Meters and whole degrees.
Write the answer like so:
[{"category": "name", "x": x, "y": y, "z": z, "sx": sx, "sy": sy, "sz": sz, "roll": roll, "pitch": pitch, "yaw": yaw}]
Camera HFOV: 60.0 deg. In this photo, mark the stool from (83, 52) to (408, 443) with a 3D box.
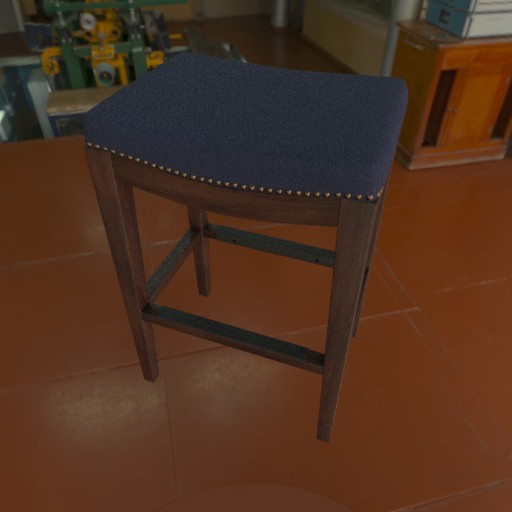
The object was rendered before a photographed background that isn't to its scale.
[{"category": "stool", "x": 0.000, "y": 0.000, "z": 0.993, "sx": 0.498, "sy": 0.740, "sz": 0.358, "roll": 14, "pitch": 43, "yaw": 15}]
